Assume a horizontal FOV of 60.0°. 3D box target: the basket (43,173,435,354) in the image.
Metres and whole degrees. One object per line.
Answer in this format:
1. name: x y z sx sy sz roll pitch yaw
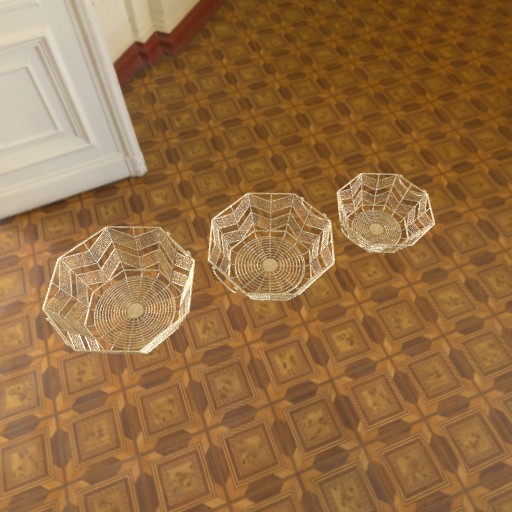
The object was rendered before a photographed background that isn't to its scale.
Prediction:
1. basket: 0.000 0.000 1.402 1.246 0.178 0.432 -18 59 -11
